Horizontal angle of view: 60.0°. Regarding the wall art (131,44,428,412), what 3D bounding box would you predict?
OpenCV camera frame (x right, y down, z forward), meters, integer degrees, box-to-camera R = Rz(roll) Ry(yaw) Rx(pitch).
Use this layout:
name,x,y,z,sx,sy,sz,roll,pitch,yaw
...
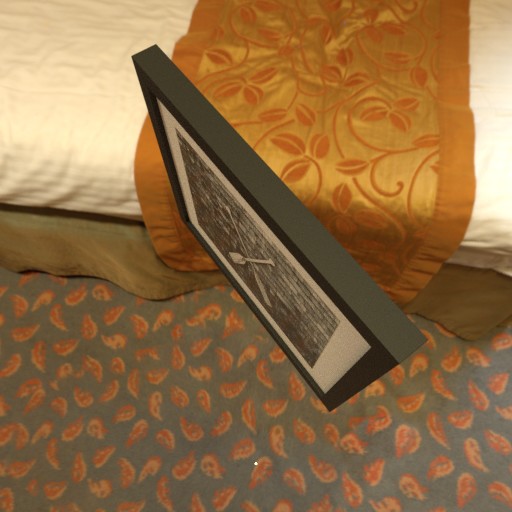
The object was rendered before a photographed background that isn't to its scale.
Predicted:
name,x,y,z,sx,sy,sz,roll,pitch,yaw
wall art,0.000,0.000,0.533,0.029,0.330,0.381,-34,69,-15
